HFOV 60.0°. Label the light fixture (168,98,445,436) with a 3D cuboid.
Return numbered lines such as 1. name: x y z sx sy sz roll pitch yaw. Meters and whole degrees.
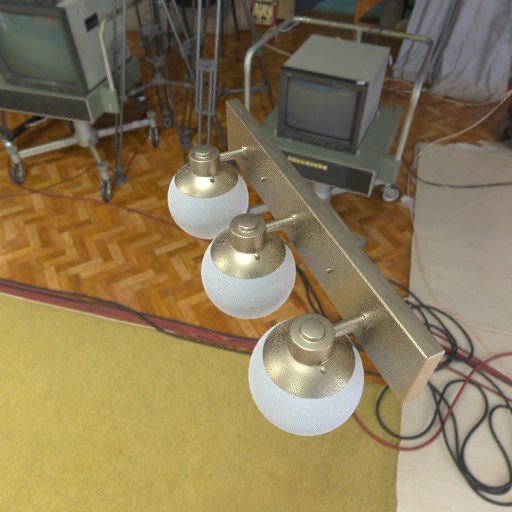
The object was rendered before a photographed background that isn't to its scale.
1. light fixture: 0.000 0.000 0.856 0.218 0.263 0.721 -17 49 -16
